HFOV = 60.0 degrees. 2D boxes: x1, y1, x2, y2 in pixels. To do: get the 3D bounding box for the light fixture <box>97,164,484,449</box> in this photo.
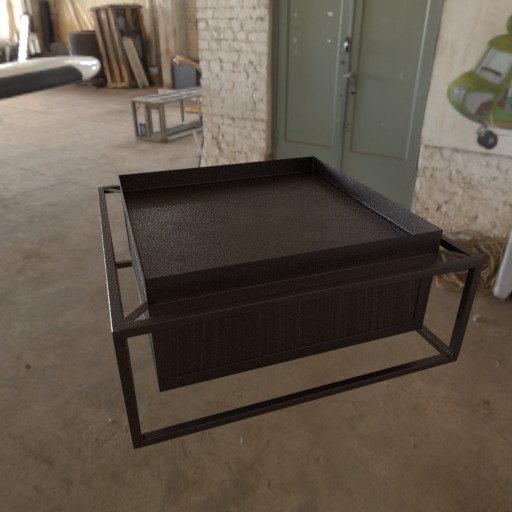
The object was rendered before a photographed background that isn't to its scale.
[{"bbox_3d":[0.000,0.000,0.695,0.441,0.191,0.441,-9,29,-17],"label":"light fixture"}]
